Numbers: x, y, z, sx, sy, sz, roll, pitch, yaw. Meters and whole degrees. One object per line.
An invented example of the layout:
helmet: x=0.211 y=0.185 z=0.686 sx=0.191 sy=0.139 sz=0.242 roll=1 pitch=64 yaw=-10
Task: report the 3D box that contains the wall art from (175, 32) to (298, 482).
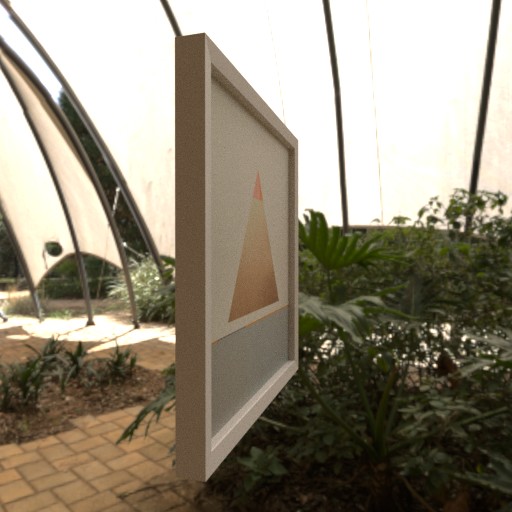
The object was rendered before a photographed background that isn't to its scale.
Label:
wall art: x=0.000 y=0.000 z=1.901 sx=0.098 sy=1.291 sz=1.289 roll=0 pitch=1 yaw=17
